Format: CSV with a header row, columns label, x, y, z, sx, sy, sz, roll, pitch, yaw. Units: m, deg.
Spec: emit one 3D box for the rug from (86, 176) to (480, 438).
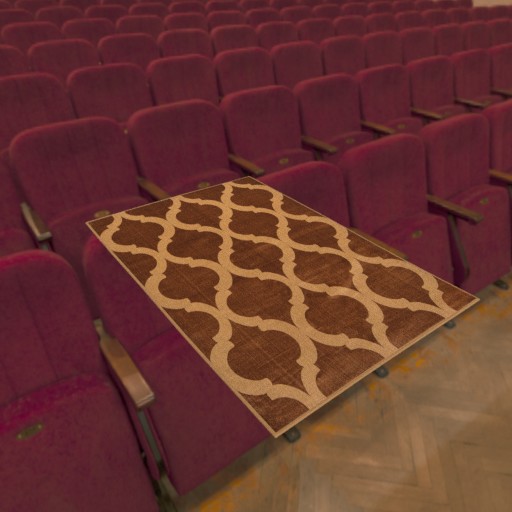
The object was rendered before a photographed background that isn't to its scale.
label,x,y,z,sx,sy,sz,roll,pitch,yaw
rug,0.000,0.000,2.946,1.526,0.014,2.290,-22,39,-30
